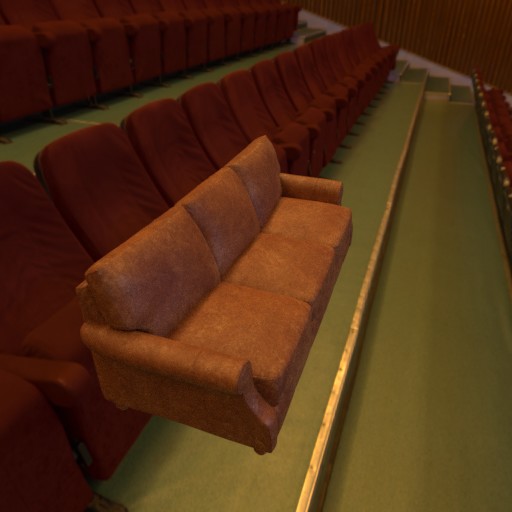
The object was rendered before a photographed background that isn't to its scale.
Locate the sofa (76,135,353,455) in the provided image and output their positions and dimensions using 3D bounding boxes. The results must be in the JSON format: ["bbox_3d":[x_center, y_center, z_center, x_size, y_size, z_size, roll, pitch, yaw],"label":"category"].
[{"bbox_3d":[0.000,0.000,2.881,0.973,0.977,2.351,11,32,17],"label":"sofa"}]
